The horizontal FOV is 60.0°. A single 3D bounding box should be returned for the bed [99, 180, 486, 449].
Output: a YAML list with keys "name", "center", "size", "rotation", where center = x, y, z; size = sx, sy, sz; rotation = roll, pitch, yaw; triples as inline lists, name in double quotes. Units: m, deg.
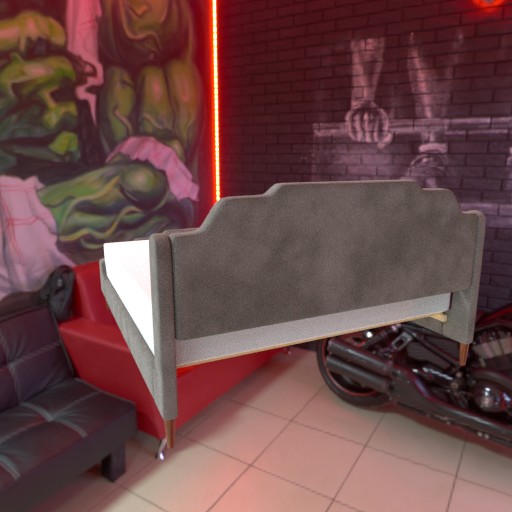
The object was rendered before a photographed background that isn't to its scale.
- name: "bed"
  center: [0.000, 0.000, 3.426]
  size: [2.074, 1.245, 2.340]
  rotation: [-6, 14, -25]
